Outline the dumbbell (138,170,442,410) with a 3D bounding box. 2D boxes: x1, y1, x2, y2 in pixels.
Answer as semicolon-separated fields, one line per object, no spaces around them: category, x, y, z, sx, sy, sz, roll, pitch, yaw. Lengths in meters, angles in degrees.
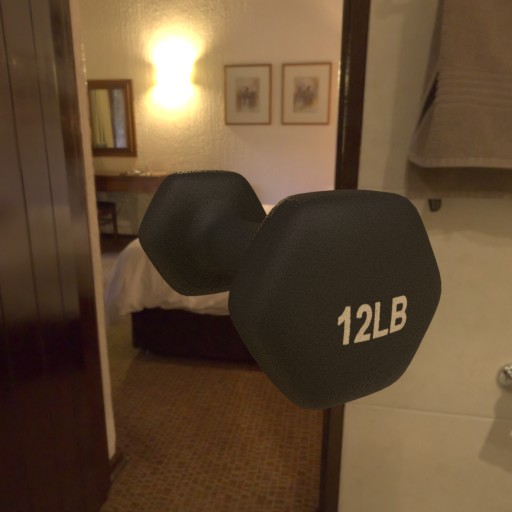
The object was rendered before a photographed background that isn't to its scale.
dumbbell;0.000;0.000;0.292;0.112;0.101;0.231;-7;16;-26
